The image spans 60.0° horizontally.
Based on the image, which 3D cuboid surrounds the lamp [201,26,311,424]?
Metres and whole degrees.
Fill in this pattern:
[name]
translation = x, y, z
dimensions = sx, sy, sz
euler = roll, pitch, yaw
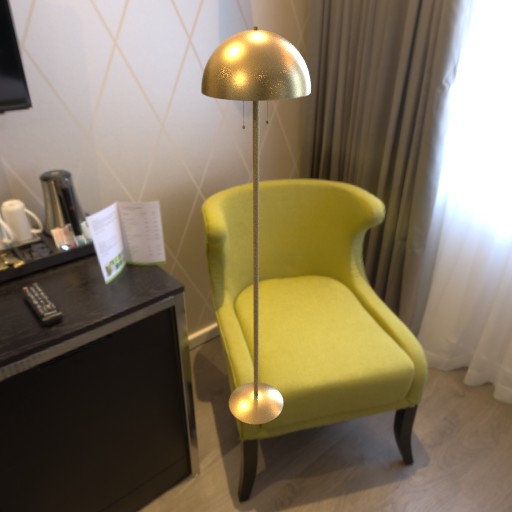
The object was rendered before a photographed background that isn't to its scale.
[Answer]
[lamp]
translation = 0.000, 0.000, 1.607
dimensions = 0.328, 1.480, 0.328
euler = 10, 30, 17
